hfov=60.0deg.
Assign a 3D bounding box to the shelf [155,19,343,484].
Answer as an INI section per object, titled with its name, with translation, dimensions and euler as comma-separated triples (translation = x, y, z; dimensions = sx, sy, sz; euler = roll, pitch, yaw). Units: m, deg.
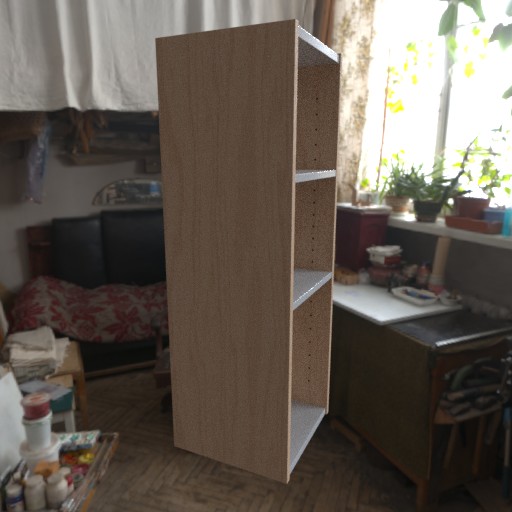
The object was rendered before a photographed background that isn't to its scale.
[shelf]
translation = 0.000, 0.000, 1.030
dimensions = 0.290, 0.900, 0.300
euler = 6, 14, 25
